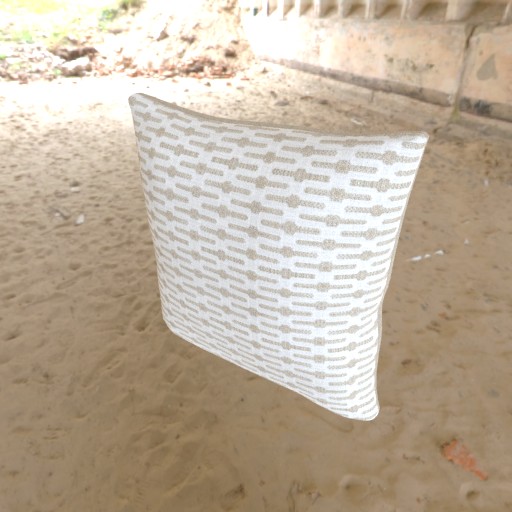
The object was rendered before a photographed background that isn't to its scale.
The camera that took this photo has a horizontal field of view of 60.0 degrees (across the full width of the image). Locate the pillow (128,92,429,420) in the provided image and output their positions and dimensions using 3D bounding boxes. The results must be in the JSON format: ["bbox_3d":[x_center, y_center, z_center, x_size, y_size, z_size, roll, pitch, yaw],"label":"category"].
[{"bbox_3d":[0.000,0.000,0.760,0.496,0.491,0.219,19,34,30],"label":"pillow"}]
